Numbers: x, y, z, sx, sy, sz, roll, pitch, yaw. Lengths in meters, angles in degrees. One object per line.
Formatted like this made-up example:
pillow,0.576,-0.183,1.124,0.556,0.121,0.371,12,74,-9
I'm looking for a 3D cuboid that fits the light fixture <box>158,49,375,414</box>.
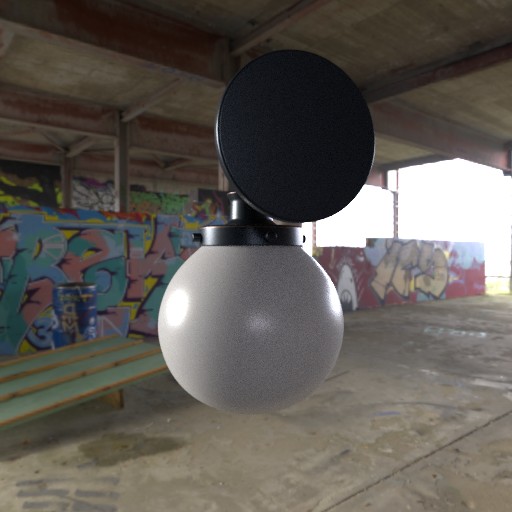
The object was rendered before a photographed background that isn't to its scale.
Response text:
light fixture,0.000,0.000,0.464,0.197,0.332,0.230,0,0,-19
